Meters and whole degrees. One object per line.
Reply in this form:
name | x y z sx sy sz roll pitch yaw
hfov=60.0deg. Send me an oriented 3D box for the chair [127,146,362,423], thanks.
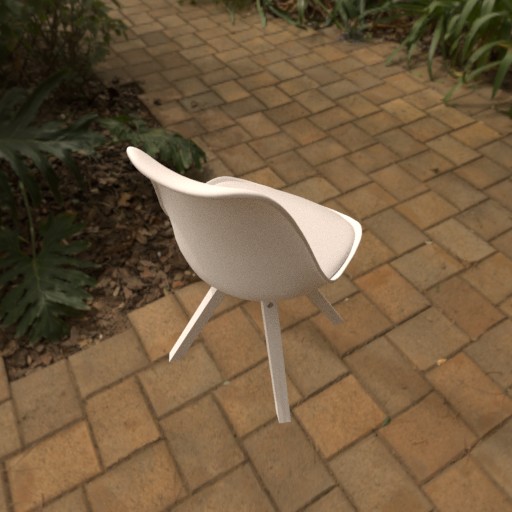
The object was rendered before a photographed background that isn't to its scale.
chair | 0.000 0.000 1.190 0.485 0.850 0.550 23 50 20
